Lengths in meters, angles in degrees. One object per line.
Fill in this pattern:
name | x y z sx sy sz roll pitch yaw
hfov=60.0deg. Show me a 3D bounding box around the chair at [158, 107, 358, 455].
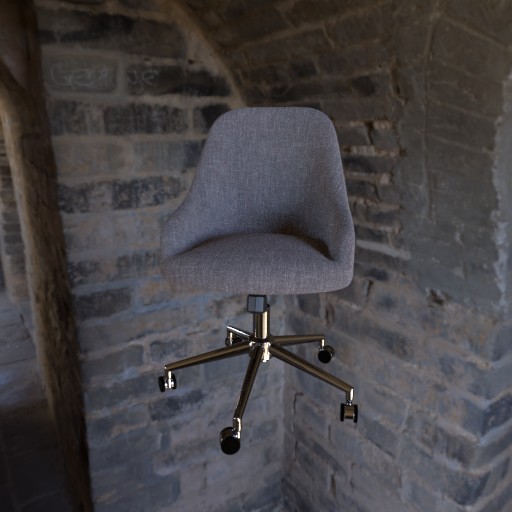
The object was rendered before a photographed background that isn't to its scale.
chair | 0.000 0.000 1.426 0.671 0.950 0.712 2 15 8
